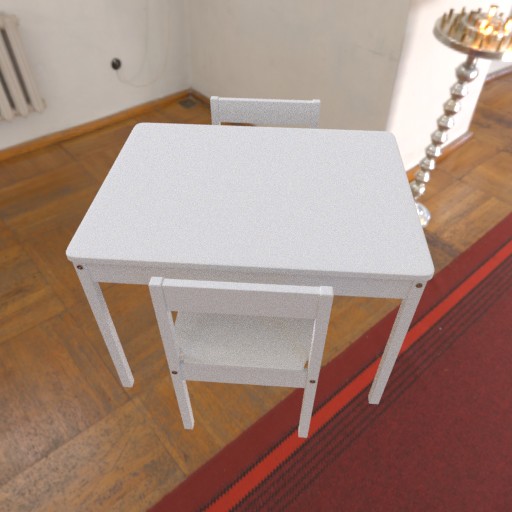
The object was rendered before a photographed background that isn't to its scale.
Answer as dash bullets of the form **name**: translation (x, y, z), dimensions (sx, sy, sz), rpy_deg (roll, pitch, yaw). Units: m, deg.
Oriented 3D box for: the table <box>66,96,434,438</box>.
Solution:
- **table**: translation (0.000, 0.000, 1.092), dimensions (0.650, 0.503, 0.672), rpy_deg (3, 44, 3)
